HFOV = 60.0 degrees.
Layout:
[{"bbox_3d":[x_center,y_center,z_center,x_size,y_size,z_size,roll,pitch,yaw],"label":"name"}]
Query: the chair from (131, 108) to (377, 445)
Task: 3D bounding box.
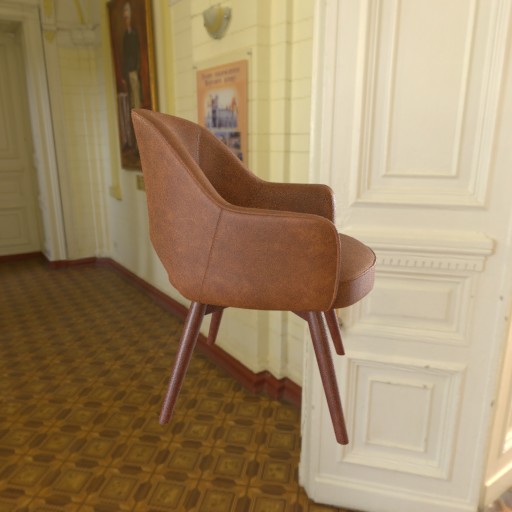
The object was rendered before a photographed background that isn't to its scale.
[{"bbox_3d":[0.000,0.000,1.220,0.640,0.777,0.591,3,16,10],"label":"chair"}]
